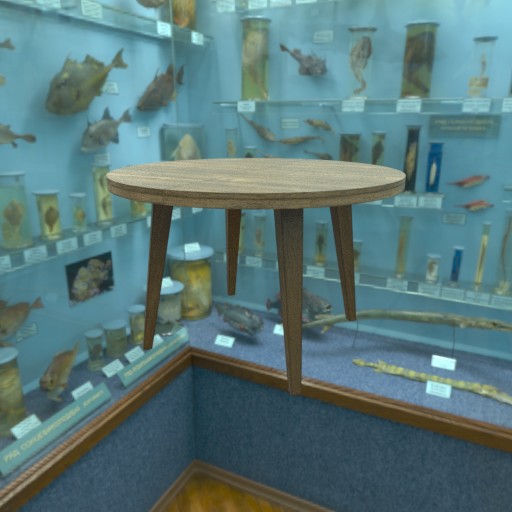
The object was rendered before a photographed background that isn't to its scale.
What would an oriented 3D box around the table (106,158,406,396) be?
[{"bbox_3d":[0.000,0.000,1.998,1.213,0.764,1.213,0,17,0],"label":"table"}]
